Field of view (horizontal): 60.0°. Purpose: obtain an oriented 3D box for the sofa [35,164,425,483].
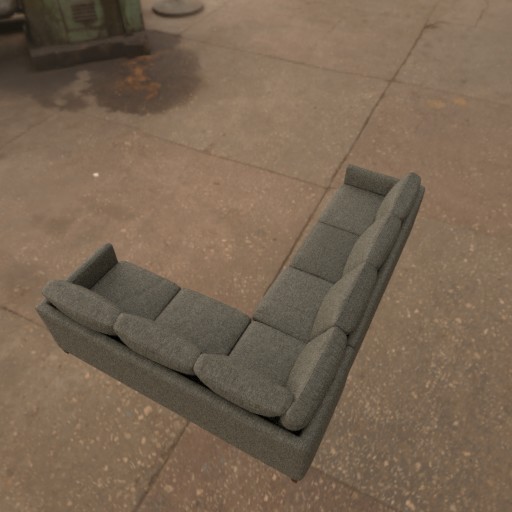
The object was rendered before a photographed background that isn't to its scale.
[{"bbox_3d":[0.000,0.000,4.515,2.593,0.947,3.302,22,51,19],"label":"sofa"}]
